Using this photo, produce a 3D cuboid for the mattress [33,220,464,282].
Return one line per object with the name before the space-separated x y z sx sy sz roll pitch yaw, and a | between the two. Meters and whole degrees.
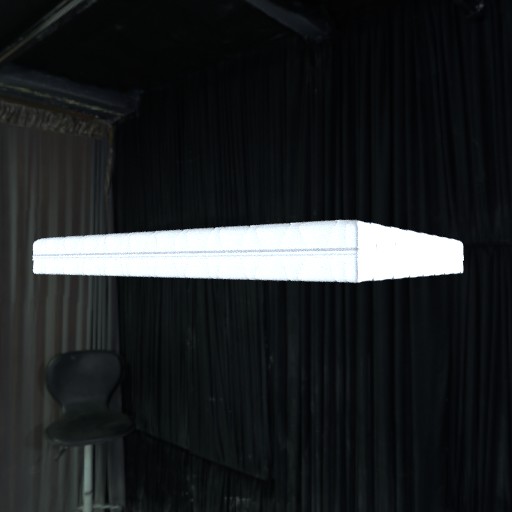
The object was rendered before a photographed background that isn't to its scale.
mattress | 0.000 0.000 2.538 1.900 0.200 1.600 -1 -1 36
